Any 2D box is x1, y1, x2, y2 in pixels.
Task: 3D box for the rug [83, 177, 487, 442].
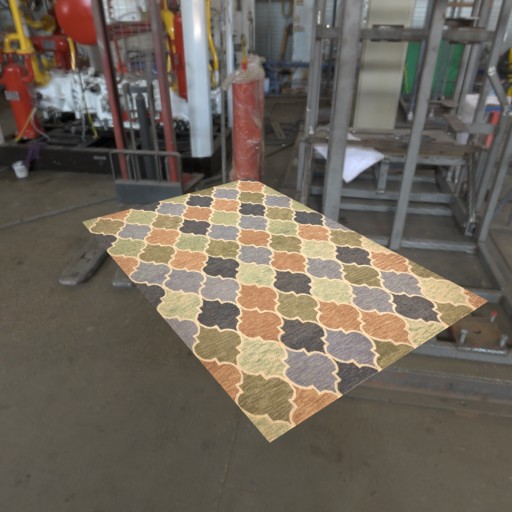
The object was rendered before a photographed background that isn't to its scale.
[{"bbox_3d":[0.000,0.000,2.297,1.216,0.006,1.828,-21,37,-30],"label":"rug"}]
